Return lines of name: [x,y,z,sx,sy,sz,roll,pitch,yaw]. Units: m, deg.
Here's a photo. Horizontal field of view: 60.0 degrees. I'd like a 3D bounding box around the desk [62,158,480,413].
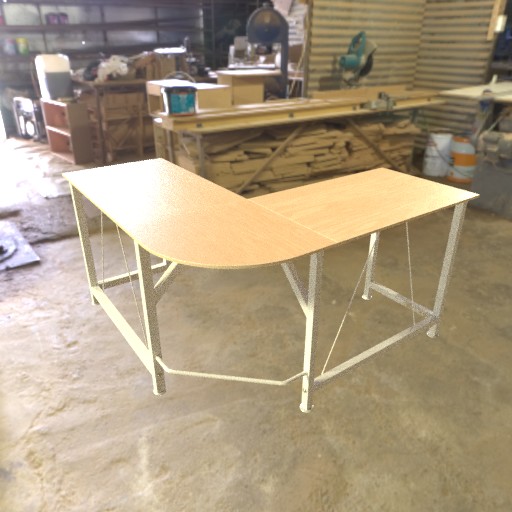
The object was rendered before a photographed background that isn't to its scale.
desk: [0.000,0.000,2.249,1.400,0.762,1.400,-18,31,-31]
